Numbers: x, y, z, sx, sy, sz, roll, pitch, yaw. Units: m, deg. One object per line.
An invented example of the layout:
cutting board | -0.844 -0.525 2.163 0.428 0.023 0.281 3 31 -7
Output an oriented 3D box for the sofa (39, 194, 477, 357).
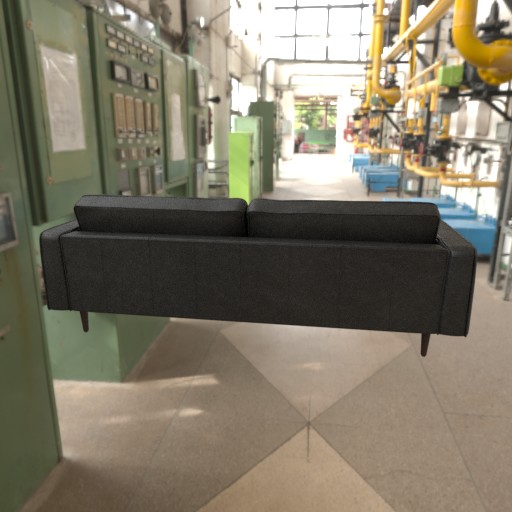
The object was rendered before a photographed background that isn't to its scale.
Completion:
sofa | 0.000 0.000 2.618 2.210 0.762 0.914 2 16 9
